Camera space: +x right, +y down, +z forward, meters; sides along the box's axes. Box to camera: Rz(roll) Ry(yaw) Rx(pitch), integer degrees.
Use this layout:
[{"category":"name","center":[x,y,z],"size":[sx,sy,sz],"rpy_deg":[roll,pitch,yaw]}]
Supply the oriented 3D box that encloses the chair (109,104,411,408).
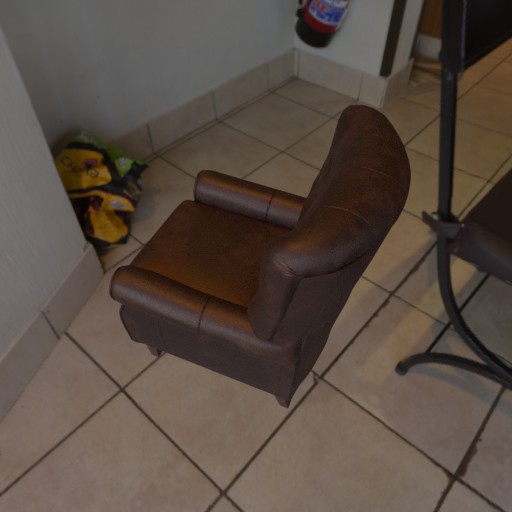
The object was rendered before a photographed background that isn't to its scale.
[{"category":"chair","center":[0.000,0.000,1.925],"size":[1.058,1.158,0.948],"rpy_deg":[17,49,15]}]
